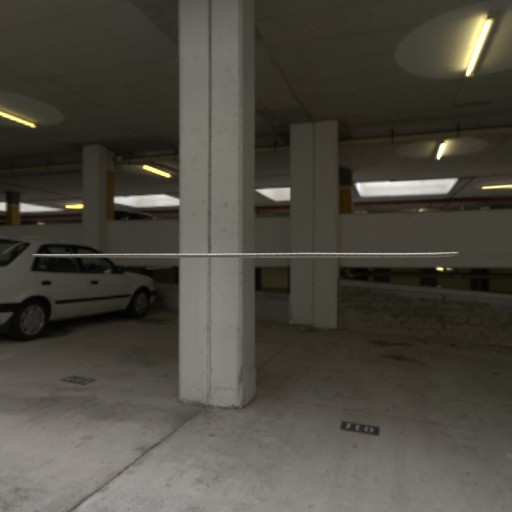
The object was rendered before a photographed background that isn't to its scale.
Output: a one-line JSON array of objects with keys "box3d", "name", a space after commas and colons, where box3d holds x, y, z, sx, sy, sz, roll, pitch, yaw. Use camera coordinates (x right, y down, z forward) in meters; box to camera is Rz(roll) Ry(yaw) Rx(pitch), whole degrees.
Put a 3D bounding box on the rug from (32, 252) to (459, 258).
[{"box3d": [0.000, 0.000, 3.156, 2.459, 0.023, 1.575, 0, 0, 17], "name": "rug"}]
